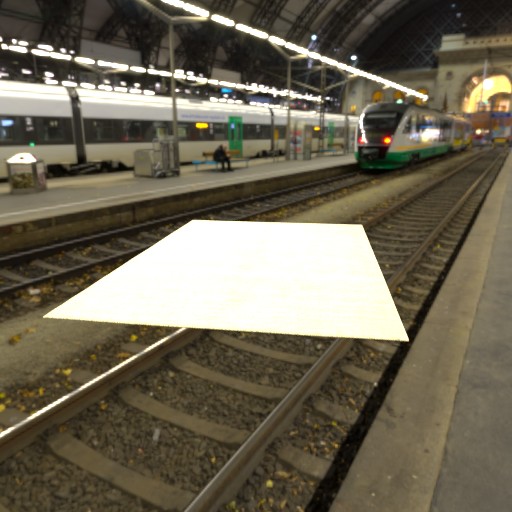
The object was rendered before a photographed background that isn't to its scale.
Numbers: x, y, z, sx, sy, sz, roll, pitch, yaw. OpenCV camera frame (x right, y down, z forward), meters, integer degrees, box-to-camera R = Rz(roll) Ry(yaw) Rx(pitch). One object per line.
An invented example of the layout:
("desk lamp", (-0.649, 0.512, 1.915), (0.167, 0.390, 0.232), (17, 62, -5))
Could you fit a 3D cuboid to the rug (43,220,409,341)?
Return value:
("rug", (0.000, 0.000, 2.360), (1.250, 0.015, 1.850), (2, 16, 8))
